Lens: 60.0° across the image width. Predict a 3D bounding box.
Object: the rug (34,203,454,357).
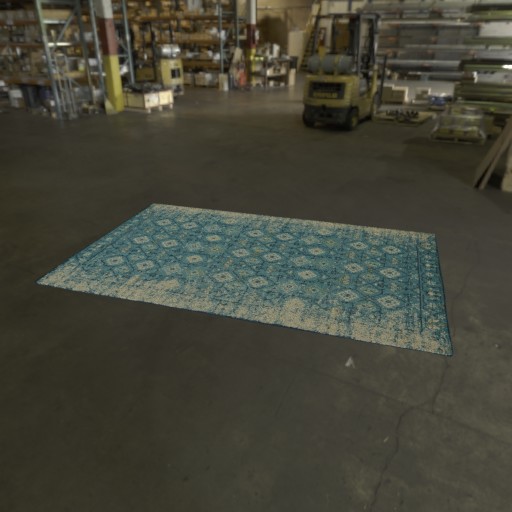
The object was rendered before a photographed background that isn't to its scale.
[{"bbox_3d":[0.000,0.000,3.092,2.449,0.015,1.530,8,27,15],"label":"rug"}]
